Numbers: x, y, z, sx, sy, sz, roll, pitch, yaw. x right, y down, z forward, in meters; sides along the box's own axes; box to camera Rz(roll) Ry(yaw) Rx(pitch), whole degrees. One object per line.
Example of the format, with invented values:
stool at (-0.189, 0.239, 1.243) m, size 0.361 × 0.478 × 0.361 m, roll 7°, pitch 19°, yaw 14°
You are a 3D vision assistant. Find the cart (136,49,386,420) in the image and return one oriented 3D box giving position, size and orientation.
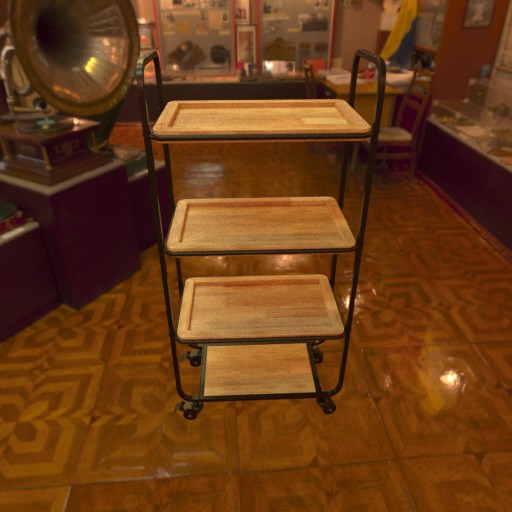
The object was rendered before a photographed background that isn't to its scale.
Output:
cart at (0.000, 0.000, 1.292) m, size 0.545 × 1.080 × 0.321 m, roll -1°, pitch 31°, yaw -2°
